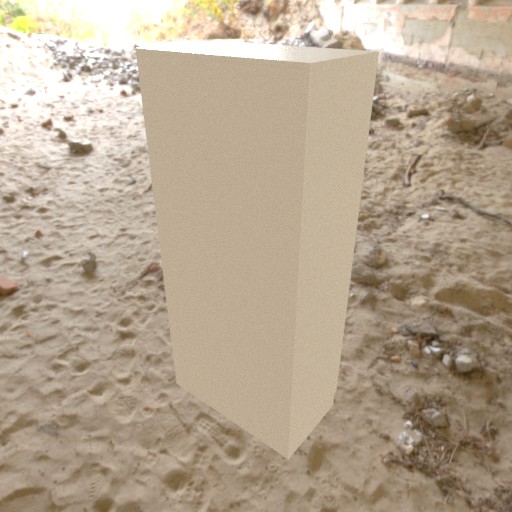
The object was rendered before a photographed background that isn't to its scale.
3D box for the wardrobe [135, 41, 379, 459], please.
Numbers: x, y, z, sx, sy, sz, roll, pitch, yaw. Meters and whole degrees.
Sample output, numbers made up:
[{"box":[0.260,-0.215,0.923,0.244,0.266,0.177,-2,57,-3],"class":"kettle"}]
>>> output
[{"box":[0.000,0.000,2.004,0.760,1.700,0.470,22,36,33],"class":"wardrobe"}]
